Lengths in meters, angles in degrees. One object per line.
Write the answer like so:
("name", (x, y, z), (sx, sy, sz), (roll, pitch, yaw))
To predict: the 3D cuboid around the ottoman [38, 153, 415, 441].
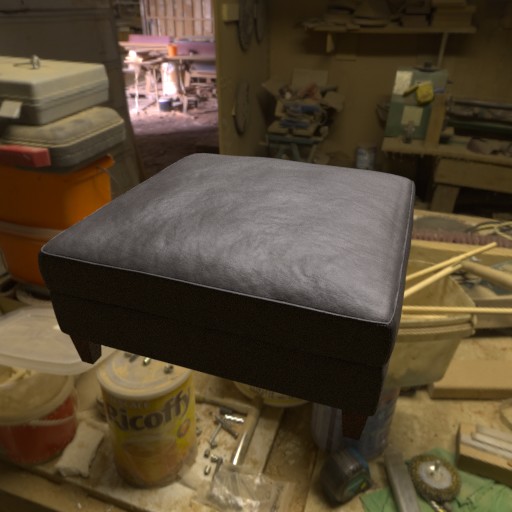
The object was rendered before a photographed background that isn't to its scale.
("ottoman", (0.000, 0.000, 1.315), (0.844, 0.415, 0.836), (10, 31, 17))
